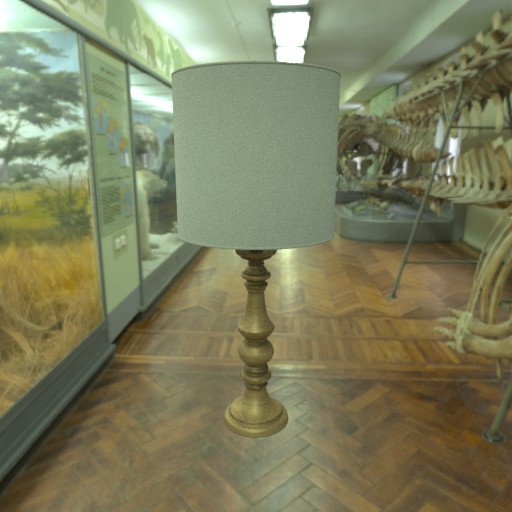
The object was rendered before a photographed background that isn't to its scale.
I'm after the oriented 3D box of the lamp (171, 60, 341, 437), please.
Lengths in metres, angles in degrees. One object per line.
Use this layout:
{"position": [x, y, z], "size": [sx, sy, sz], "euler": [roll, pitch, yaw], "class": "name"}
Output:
{"position": [0.000, 0.000, 0.729], "size": [0.250, 0.597, 0.250], "euler": [-7, 15, -26], "class": "lamp"}
